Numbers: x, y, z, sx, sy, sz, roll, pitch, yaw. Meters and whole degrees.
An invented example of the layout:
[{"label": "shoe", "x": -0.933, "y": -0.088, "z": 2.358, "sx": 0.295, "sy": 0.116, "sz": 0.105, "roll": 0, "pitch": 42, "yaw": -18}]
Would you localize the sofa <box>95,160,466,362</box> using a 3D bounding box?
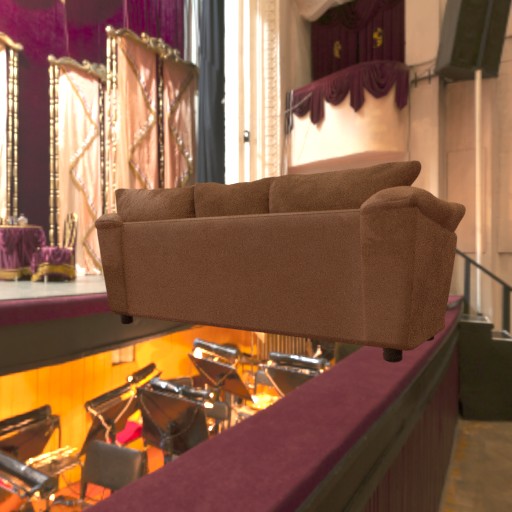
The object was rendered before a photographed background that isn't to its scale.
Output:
[{"label": "sofa", "x": 0.000, "y": 0.000, "z": 2.874, "sx": 2.377, "sy": 0.981, "sz": 0.893, "roll": 0, "pitch": 1, "yaw": 35}]
